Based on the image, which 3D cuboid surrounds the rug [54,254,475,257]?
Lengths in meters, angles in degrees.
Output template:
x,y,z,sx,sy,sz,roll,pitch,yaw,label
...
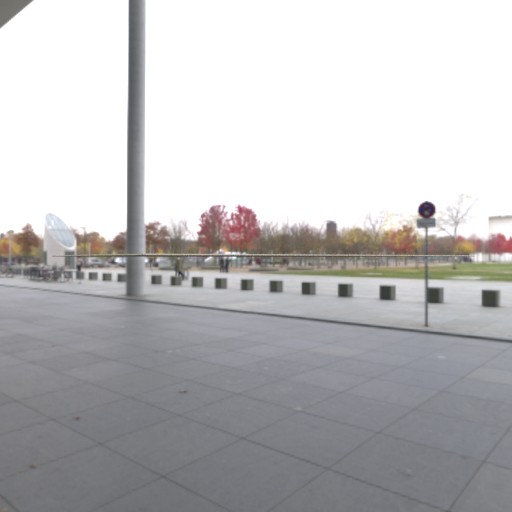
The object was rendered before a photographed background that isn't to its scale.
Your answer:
x,y,z,sx,sy,sz,roll,pitch,yaw,label
0.000,0.000,3.950,2.977,0.008,2.380,0,0,-35,rug
